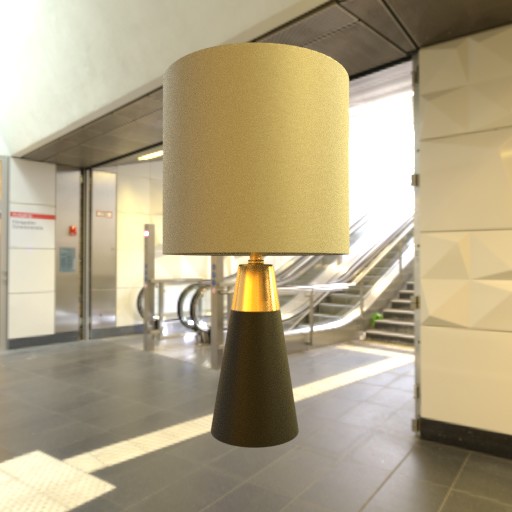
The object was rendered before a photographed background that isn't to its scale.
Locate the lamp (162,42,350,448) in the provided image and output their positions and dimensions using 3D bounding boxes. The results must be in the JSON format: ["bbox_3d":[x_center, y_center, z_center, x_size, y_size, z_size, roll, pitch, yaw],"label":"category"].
[{"bbox_3d":[0.000,0.000,0.744,0.308,0.580,0.308,0,-1,16],"label":"lamp"}]
